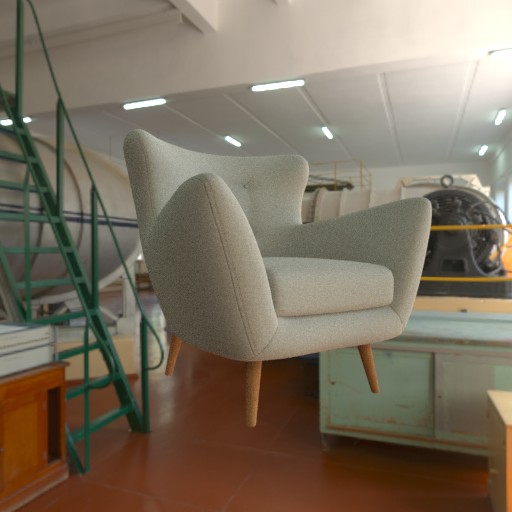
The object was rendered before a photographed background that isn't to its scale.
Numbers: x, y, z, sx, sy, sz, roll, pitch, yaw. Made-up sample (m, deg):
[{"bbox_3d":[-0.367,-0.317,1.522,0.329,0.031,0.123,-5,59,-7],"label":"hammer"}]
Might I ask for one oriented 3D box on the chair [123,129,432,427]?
[{"bbox_3d":[0.000,0.000,1.581,0.890,0.889,0.889,0,1,-35],"label":"chair"}]
